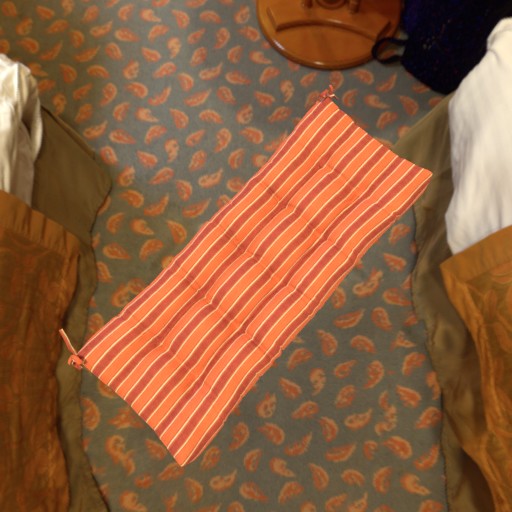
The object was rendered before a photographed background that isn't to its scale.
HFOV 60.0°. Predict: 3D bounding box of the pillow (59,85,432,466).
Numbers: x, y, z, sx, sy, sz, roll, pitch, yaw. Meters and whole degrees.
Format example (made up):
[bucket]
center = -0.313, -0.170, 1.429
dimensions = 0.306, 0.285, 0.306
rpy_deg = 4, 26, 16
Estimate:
[pillow]
center = 0.000, 0.000, 1.336
dimensions = 0.511, 0.174, 1.194
rpy_deg = 41, 80, 9
